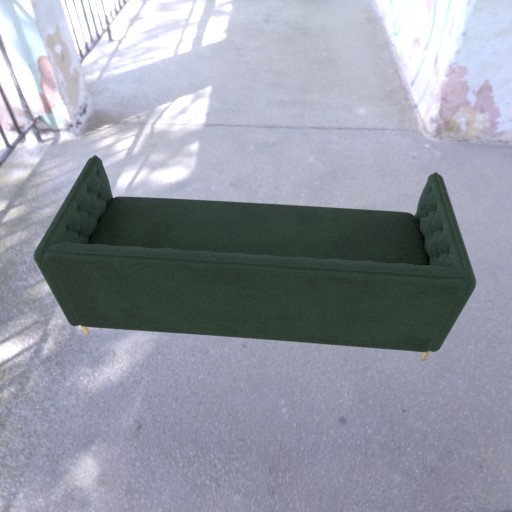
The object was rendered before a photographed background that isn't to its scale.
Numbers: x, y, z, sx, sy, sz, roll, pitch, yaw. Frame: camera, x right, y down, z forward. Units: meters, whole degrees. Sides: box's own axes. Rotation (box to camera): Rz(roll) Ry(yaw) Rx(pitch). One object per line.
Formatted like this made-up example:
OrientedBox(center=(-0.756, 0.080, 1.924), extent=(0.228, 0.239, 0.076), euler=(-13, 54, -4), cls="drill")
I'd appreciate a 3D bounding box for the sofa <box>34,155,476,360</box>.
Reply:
OrientedBox(center=(0.000, 0.000, 2.698), extent=(2.209, 0.771, 0.895), euler=(4, 47, 3), cls="sofa")
